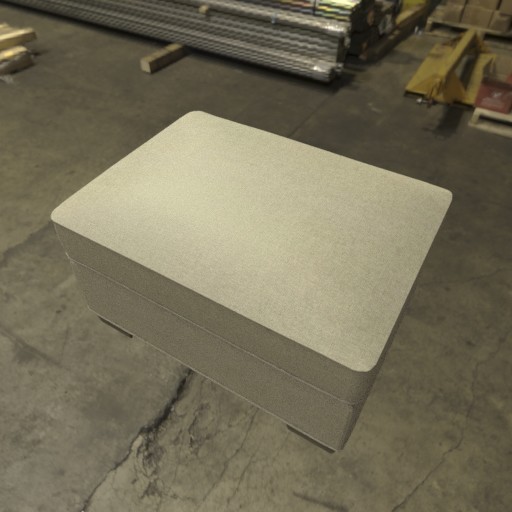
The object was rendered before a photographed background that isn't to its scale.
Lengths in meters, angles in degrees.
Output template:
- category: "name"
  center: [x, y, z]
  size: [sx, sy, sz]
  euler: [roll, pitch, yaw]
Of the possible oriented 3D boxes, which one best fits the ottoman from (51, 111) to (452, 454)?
- category: "ottoman"
  center: [0.000, 0.000, 1.250]
  size: [0.843, 0.504, 0.619]
  euler: [24, 51, 21]
